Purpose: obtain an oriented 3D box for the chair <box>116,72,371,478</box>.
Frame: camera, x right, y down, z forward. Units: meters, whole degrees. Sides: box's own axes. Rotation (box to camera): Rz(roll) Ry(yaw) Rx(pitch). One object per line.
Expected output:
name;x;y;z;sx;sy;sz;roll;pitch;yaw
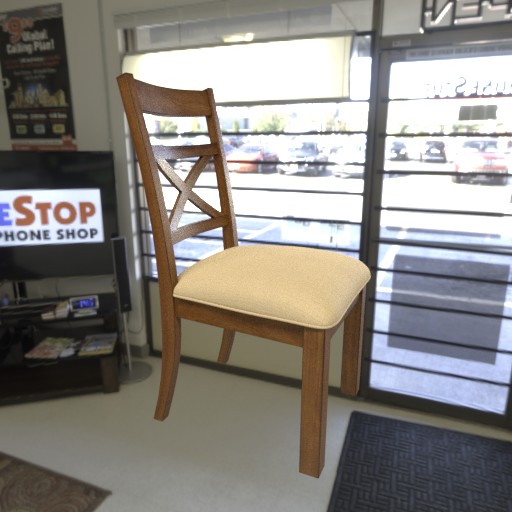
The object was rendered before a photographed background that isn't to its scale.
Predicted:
chair;0.000;0.000;1.255;0.581;0.949;0.461;7;17;24
